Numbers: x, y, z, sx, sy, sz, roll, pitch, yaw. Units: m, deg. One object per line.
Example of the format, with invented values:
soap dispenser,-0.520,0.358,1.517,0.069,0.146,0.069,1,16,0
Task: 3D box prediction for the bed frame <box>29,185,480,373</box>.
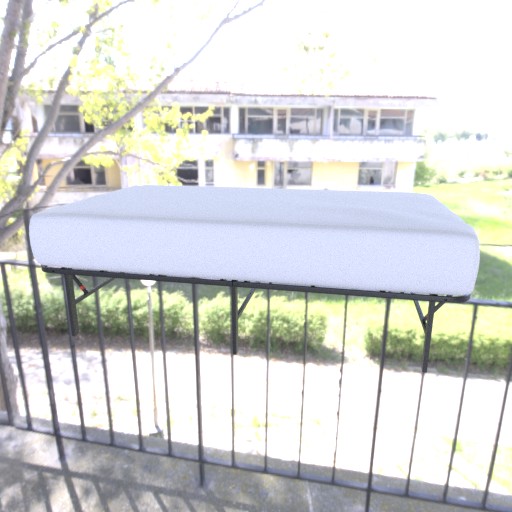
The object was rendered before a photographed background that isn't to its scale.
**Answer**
bed frame,0.000,0.000,2.331,1.908,0.640,1.025,3,17,11
